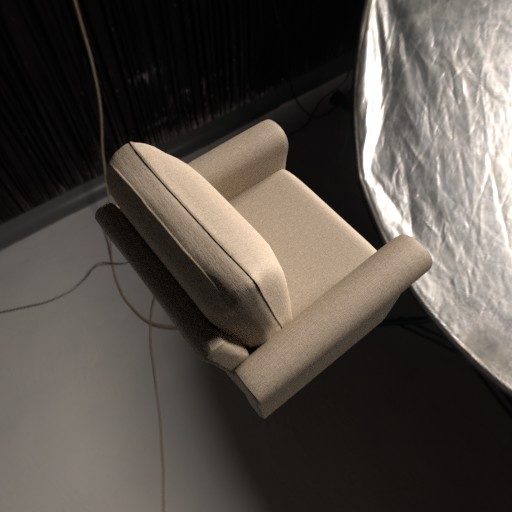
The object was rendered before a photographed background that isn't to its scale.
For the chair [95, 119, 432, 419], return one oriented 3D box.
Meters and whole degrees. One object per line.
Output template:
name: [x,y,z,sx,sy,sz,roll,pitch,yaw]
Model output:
chair: [0.000,0.000,2.311,1.180,1.349,1.275,-34,63,-20]
